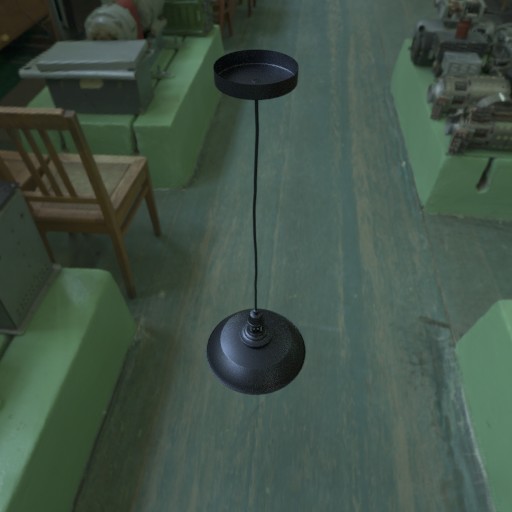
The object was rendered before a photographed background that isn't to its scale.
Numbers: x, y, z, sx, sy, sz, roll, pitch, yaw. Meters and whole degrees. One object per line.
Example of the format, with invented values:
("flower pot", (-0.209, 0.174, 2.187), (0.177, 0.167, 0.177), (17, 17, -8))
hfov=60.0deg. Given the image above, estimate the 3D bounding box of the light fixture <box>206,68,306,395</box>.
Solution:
("light fixture", (0.000, 0.000, 1.166), (0.331, 0.993, 0.331), (3, 46, 3))
